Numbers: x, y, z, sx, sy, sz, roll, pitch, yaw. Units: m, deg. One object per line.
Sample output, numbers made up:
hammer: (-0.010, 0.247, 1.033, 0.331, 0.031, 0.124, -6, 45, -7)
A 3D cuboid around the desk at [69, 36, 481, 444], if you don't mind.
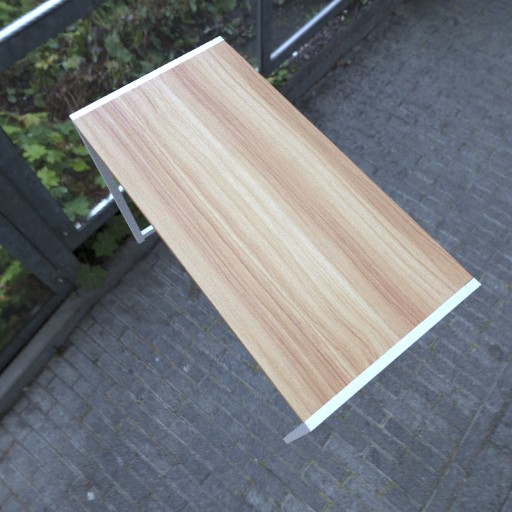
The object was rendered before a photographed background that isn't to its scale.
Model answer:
desk: (0.000, 0.000, 1.450, 0.508, 0.762, 1.016, -35, 70, -15)
